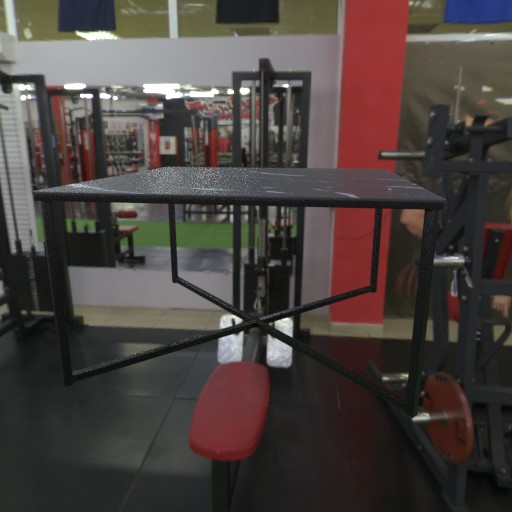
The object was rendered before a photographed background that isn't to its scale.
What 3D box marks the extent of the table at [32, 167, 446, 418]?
[{"bbox_3d":[0.000,0.000,1.281,0.800,0.450,0.800,2,15,8],"label":"table"}]
